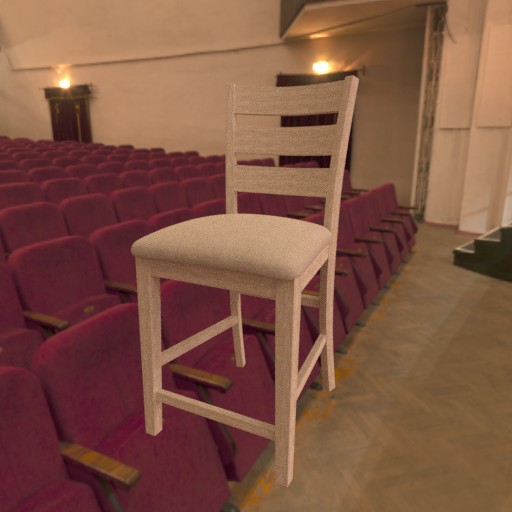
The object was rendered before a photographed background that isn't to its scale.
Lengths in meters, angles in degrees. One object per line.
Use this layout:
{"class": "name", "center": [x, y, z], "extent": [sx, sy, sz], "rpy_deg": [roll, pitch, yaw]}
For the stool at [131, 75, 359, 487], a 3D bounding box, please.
{"class": "stool", "center": [0.000, 0.000, 1.326], "extent": [0.484, 1.032, 0.569], "rpy_deg": [8, 17, 27]}
